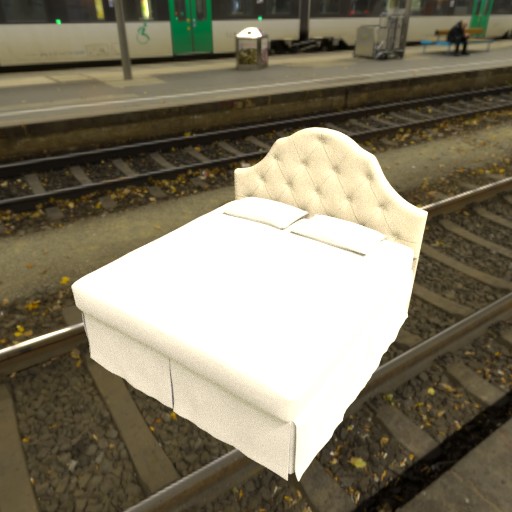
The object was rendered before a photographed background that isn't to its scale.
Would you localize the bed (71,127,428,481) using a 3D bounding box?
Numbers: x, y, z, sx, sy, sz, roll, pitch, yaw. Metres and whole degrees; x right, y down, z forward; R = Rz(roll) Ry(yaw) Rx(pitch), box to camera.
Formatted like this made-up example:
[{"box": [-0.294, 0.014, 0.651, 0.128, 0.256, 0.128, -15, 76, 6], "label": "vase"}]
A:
[{"box": [0.000, 0.000, 3.432, 2.012, 1.555, 2.086, 19, 34, 30], "label": "bed"}]
